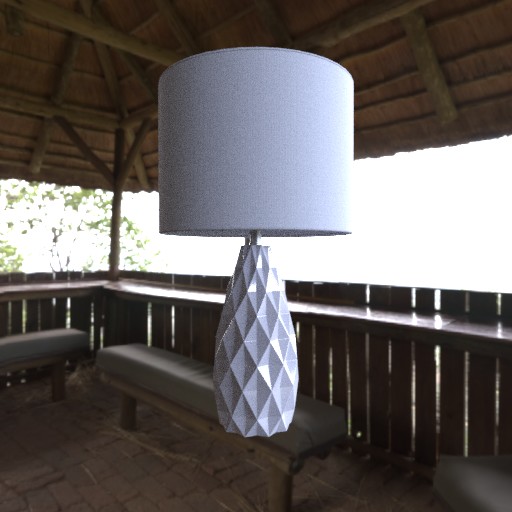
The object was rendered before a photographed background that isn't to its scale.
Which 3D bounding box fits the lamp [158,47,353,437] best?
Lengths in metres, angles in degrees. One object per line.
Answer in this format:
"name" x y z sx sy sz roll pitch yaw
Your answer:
"lamp" 0.000 0.000 0.692 0.297 0.522 0.297 0 0 0
